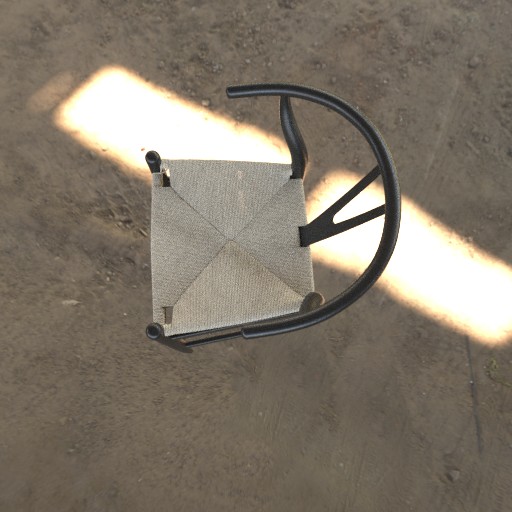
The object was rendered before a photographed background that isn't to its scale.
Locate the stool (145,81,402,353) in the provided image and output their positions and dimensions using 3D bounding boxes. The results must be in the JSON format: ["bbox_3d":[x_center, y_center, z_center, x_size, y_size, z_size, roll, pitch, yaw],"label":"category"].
[{"bbox_3d":[0.000,0.000,1.341,0.579,0.970,0.569,-4,74,-1],"label":"stool"}]
